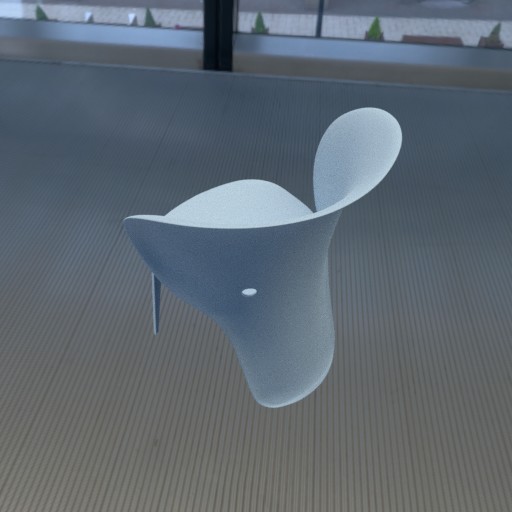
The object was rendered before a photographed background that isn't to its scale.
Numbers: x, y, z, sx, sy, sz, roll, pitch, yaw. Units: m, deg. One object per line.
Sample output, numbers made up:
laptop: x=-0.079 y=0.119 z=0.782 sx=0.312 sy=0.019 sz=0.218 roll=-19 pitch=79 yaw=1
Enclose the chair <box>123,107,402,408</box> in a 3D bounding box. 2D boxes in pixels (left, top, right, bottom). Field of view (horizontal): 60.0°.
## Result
chair: x=0.000 y=0.000 z=0.867 sx=0.451 sy=0.554 sz=0.402 roll=-31 pitch=54 yaw=-26
